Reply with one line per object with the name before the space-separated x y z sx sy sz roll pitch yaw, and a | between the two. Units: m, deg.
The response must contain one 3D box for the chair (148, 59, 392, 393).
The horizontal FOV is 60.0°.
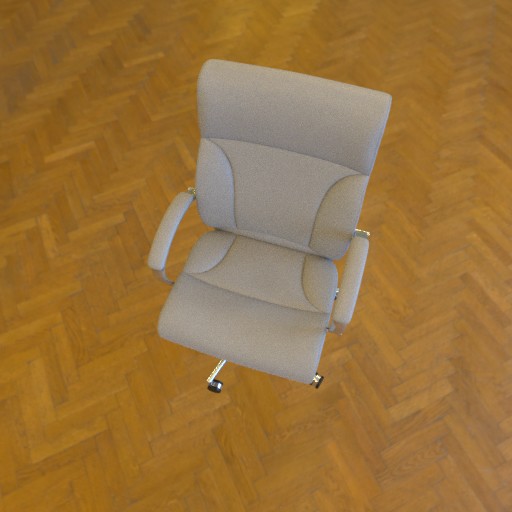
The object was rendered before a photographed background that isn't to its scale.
chair | 0.000 0.000 1.586 0.727 1.099 0.745 15 59 10
